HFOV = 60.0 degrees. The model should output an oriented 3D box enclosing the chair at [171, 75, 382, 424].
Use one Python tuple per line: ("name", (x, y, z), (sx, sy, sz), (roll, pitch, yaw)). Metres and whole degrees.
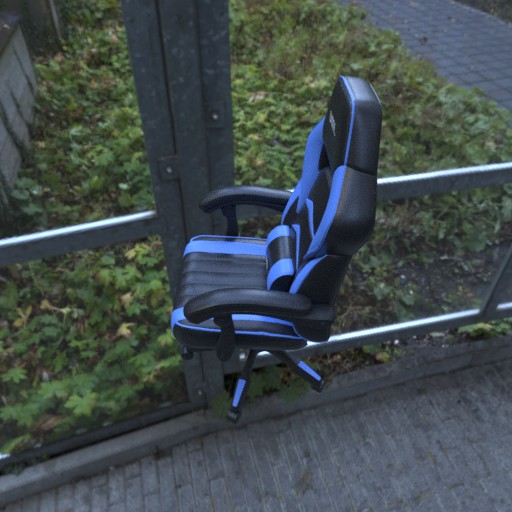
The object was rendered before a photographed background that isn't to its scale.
("chair", (0.000, 0.000, 1.676), (0.700, 1.280, 0.700), (0, 42, -1))
